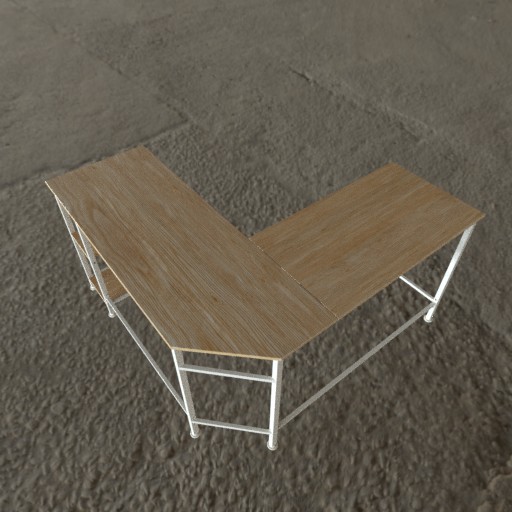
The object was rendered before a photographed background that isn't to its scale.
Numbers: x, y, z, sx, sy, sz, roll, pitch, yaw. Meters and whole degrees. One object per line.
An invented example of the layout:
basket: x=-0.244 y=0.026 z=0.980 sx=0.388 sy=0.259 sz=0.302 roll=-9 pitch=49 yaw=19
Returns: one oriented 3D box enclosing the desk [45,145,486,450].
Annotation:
desk: x=0.000 y=0.000 z=2.214 sx=1.379 sy=0.739 sz=1.379 roll=-29 pitch=52 yaw=-26
